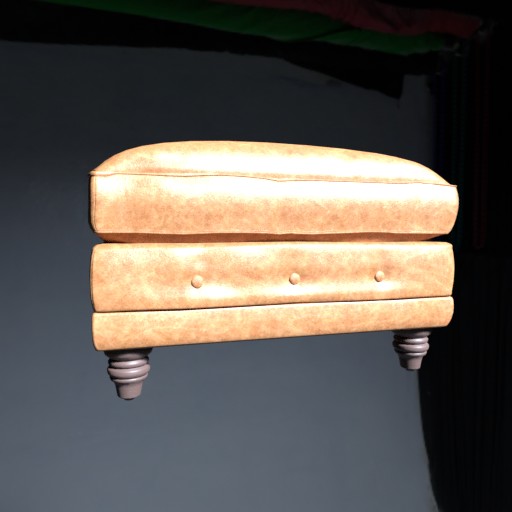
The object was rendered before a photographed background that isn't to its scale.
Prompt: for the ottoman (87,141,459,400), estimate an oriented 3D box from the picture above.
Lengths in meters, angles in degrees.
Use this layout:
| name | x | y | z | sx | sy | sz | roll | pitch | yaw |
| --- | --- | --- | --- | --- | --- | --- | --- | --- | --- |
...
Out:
| name | x | y | z | sx | sy | sz | roll | pitch | yaw |
| --- | --- | --- | --- | --- | --- | --- | --- | --- | --- |
| ottoman | 0.000 | 0.000 | 1.040 | 0.710 | 0.480 | 0.533 | -1 | 3 | -17 |
